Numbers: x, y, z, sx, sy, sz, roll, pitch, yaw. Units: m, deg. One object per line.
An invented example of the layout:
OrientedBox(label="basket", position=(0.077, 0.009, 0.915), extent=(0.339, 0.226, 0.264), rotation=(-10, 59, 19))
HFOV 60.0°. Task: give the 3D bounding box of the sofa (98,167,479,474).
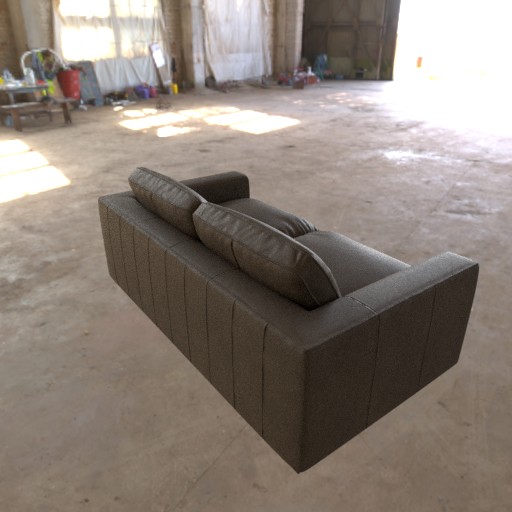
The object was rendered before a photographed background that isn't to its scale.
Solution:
OrientedBox(label="sofa", position=(0.000, 0.000, 2.400), extent=(1.070, 0.800, 1.920), rotation=(-18, 31, -33))
